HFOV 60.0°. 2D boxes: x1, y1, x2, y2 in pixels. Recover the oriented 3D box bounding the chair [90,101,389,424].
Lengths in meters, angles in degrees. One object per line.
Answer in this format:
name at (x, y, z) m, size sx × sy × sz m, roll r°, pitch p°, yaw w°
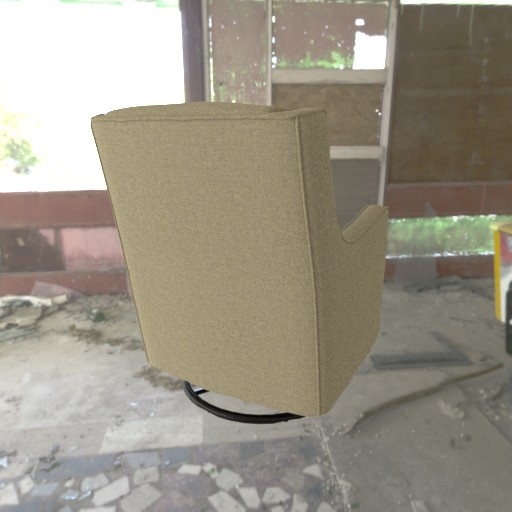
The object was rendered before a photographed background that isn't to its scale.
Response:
chair at (0.000, 0.000, 1.563) m, size 0.732 × 0.993 × 0.879 m, roll 9°, pitch 18°, yaw 28°
